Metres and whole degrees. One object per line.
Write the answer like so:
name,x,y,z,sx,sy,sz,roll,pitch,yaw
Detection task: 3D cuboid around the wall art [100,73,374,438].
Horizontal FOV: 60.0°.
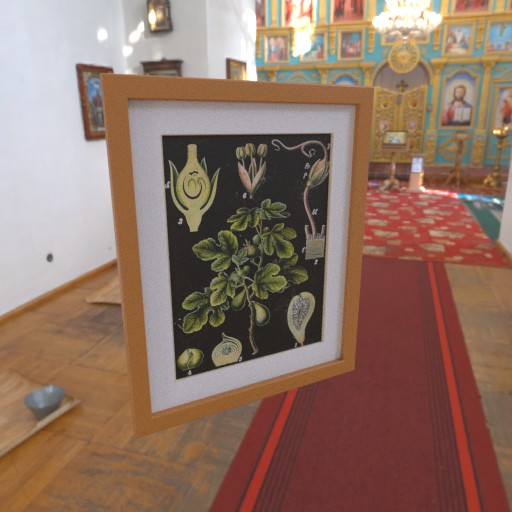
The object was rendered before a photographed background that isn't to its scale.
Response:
wall art,0.000,0.000,0.752,0.452,0.553,0.022,-8,19,-26
